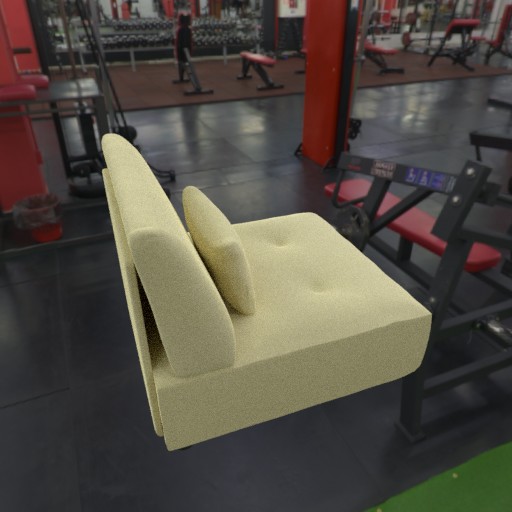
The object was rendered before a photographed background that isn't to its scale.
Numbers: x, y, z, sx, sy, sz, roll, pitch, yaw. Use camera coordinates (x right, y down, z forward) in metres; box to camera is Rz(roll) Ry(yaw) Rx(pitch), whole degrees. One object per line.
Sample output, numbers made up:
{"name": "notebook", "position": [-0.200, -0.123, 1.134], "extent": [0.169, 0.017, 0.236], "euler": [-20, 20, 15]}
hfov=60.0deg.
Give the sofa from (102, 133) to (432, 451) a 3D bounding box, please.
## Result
{"name": "sofa", "position": [0.000, 0.000, 1.728], "extent": [1.000, 0.820, 0.930], "euler": [-11, 33, -18]}
